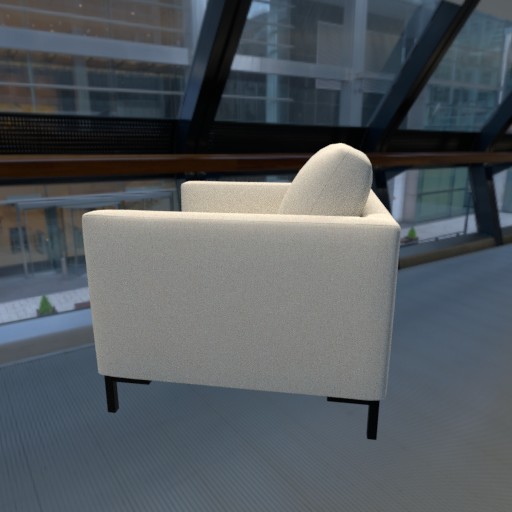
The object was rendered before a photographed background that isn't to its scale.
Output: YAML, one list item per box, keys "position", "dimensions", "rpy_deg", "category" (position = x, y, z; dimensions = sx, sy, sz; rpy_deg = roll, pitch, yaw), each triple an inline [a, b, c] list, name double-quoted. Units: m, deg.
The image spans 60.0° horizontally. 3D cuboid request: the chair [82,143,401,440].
- position: [0.000, 0.000, 1.641]
  dimensions: [0.875, 0.806, 0.964]
  rpy_deg: [2, 15, 9]
  category: "chair"
